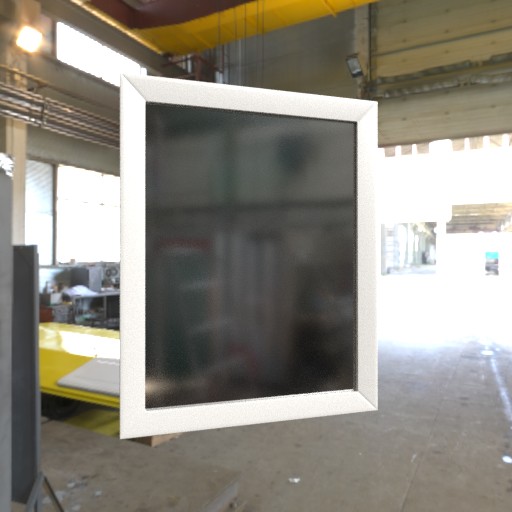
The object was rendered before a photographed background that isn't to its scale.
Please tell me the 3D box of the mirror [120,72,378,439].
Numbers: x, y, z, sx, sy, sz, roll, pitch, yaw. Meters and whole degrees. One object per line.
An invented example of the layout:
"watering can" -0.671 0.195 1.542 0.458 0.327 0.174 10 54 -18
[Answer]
"mirror" 0.000 0.000 0.690 0.405 0.508 0.041 0 0 -17
